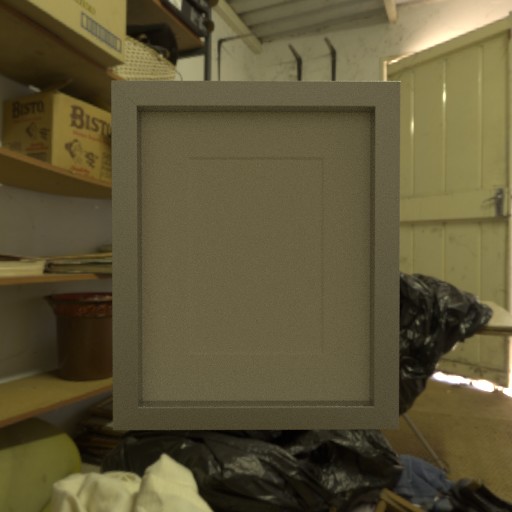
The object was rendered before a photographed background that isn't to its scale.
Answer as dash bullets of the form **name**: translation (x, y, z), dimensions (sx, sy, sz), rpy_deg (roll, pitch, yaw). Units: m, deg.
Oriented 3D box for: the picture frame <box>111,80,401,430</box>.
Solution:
- **picture frame**: translation (0.000, 0.000, 0.376), dimensions (0.233, 0.282, 0.036), rpy_deg (0, 1, 0)
